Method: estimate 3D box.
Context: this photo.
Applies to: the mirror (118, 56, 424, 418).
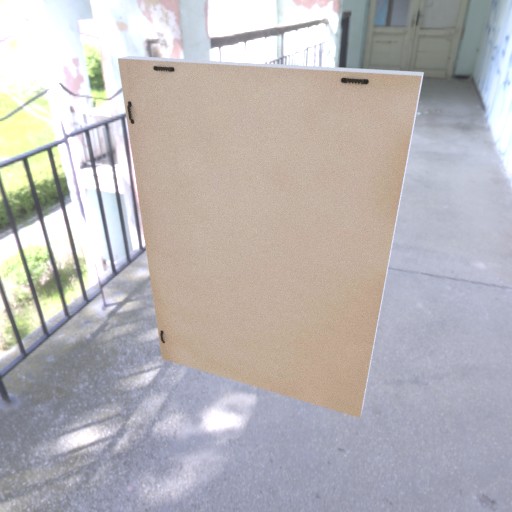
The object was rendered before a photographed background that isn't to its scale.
[{"bbox_3d":[0.000,0.000,0.889,0.507,0.710,0.039,11,33,18],"label":"mirror"}]
